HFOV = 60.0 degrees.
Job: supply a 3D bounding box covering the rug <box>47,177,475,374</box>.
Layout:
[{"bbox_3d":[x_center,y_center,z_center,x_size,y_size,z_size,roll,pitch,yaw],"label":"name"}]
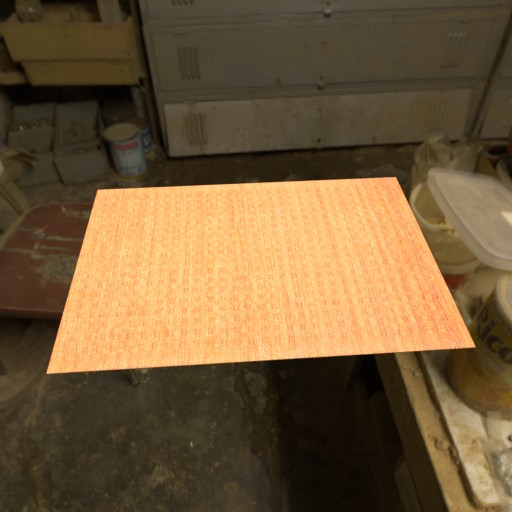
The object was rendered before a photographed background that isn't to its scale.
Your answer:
[{"bbox_3d":[0.000,0.000,2.876,2.285,0.006,1.524,-3,47,-3],"label":"rug"}]
